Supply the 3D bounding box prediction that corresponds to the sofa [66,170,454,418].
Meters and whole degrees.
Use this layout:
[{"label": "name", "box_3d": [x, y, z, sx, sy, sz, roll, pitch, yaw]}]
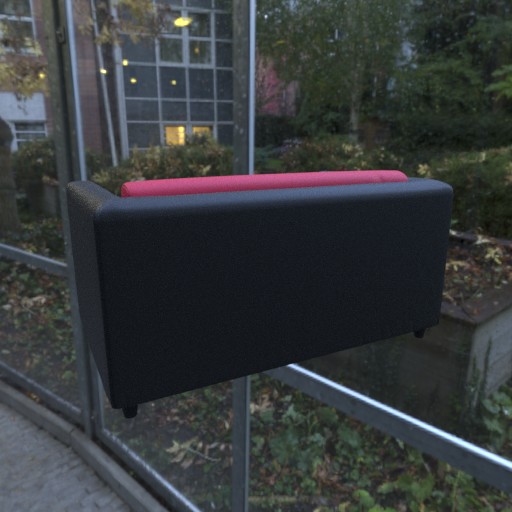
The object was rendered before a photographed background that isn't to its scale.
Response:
[{"label": "sofa", "box_3d": [0.000, 0.000, 1.928, 1.410, 0.735, 0.845, -8, 17, -26]}]
